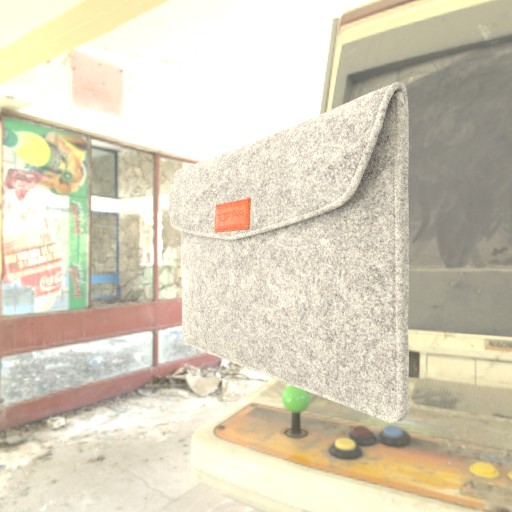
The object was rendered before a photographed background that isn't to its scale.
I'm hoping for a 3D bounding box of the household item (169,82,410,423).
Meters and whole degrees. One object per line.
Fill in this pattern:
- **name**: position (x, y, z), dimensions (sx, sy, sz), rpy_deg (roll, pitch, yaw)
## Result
- **household item**: position (0.000, 0.000, 0.421), dimensions (0.057, 0.221, 0.335), rpy_deg (0, 0, -34)
